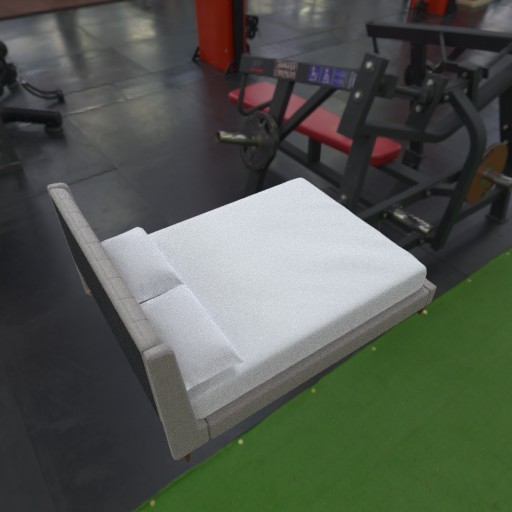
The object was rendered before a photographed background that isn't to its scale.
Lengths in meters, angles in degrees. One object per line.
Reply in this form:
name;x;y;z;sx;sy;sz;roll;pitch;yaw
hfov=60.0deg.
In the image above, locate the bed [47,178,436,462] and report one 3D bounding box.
bed;0.000;0.000;3.247;2.232;1.147;1.656;-24;47;-24
